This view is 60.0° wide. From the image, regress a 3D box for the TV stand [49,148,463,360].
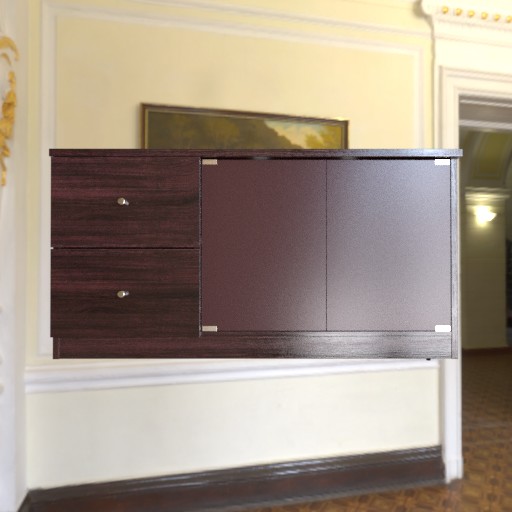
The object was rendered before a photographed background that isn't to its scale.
[{"bbox_3d":[0.000,0.000,1.454,1.192,0.614,0.404,0,-1,0],"label":"TV stand"}]
